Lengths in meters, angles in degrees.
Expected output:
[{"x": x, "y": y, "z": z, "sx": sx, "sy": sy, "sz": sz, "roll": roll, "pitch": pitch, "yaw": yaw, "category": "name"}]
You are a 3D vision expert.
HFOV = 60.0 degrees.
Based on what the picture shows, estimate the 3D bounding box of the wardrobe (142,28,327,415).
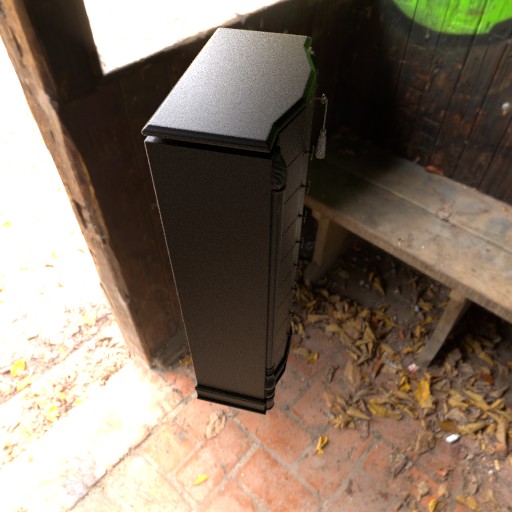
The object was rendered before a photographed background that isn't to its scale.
[{"x": 0.000, "y": 0.000, "z": 1.209, "sx": 0.295, "sy": 1.011, "sz": 0.444, "roll": 10, "pitch": 49, "yaw": 9, "category": "wardrobe"}]
